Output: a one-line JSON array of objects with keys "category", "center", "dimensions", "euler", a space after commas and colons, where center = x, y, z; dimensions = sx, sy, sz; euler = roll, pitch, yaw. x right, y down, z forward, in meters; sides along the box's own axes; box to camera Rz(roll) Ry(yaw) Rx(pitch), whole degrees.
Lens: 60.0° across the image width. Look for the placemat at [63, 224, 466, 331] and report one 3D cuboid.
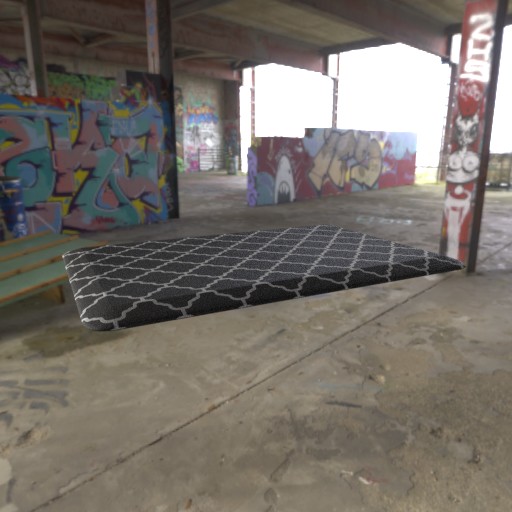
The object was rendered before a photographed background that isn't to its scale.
[{"category": "placemat", "center": [0.000, 0.000, 0.976], "dimensions": [0.762, 0.021, 0.508], "euler": [-7, 16, -26]}]
